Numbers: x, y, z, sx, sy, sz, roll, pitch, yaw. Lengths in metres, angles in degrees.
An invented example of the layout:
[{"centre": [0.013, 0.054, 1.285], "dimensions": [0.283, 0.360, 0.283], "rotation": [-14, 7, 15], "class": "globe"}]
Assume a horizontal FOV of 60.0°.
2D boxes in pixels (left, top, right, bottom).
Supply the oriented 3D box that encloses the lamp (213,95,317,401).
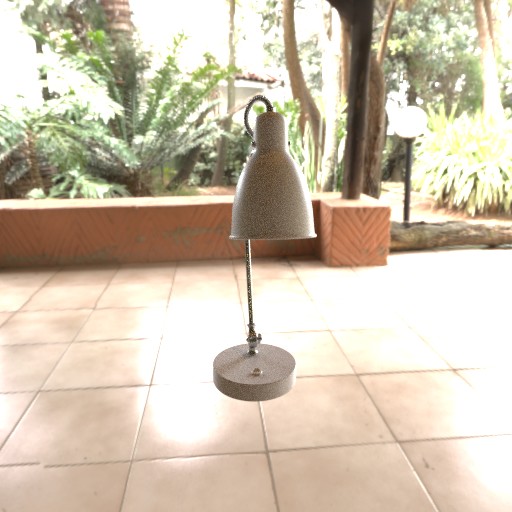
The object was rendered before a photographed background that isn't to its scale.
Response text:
[{"centre": [0.000, 0.000, 0.892], "dimensions": [0.187, 0.587, 0.561], "rotation": [-2, 16, -6], "class": "lamp"}]
